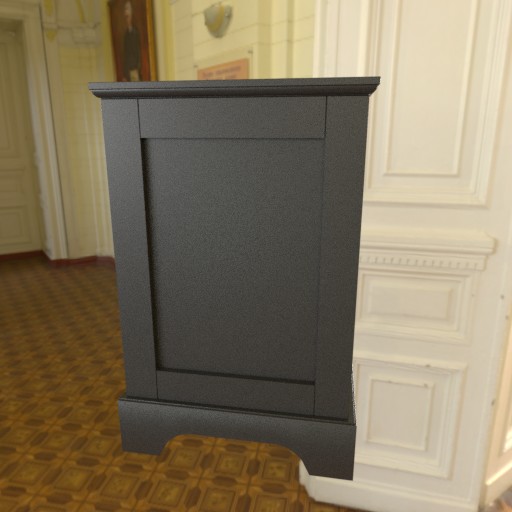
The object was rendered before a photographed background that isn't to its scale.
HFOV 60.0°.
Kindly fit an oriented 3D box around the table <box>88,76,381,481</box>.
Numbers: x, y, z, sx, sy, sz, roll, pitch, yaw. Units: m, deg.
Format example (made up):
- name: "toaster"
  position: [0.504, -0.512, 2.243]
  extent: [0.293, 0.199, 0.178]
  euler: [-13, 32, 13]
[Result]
- name: "table"
  position: [0.000, 0.000, 0.886]
  extent: [0.399, 0.610, 0.460]
  euler: [3, 16, 10]
